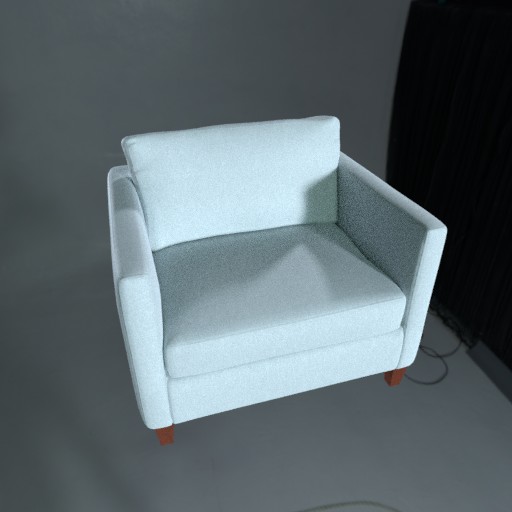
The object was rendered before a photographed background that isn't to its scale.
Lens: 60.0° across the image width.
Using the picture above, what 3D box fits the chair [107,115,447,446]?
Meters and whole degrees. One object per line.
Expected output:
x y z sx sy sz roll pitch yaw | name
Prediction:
0.000 0.000 1.843 1.107 0.961 0.953 -9 33 -14 | chair
